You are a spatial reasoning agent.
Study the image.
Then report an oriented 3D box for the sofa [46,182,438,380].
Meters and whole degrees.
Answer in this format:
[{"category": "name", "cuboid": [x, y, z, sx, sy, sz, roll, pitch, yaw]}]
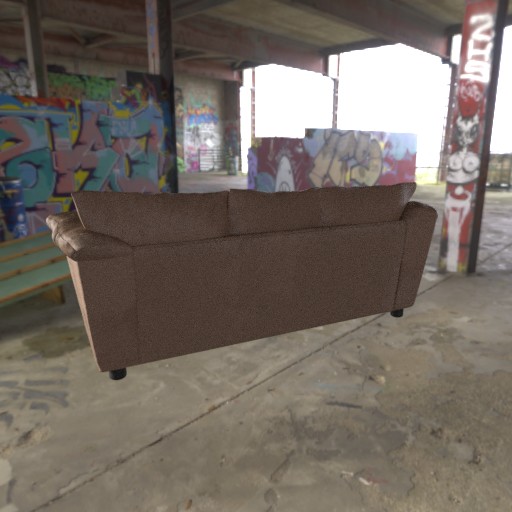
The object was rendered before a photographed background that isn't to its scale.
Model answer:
[{"category": "sofa", "cuboid": [0.000, 0.000, 2.851, 2.377, 0.981, 0.893, -7, 16, -26]}]
